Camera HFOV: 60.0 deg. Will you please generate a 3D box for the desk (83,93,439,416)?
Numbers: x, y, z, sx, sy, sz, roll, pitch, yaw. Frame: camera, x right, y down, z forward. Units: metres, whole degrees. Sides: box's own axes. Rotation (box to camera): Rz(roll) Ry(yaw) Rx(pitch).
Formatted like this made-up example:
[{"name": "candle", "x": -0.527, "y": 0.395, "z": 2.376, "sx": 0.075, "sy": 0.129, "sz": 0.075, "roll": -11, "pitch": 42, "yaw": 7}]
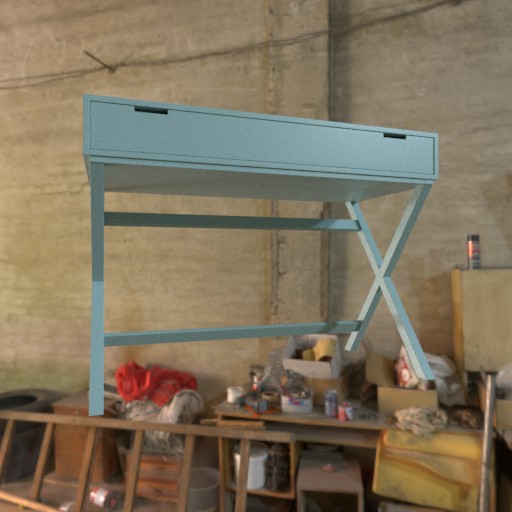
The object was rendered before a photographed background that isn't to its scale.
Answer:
[{"name": "desk", "x": 0.000, "y": 0.000, "z": 1.478, "sx": 1.059, "sy": 0.780, "sz": 0.509, "roll": 0, "pitch": 0, "yaw": -19}]
